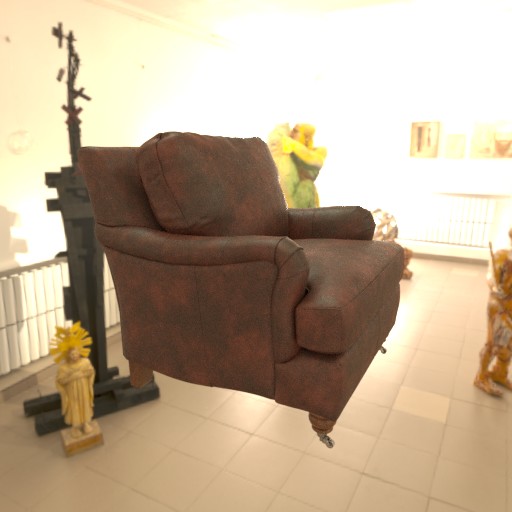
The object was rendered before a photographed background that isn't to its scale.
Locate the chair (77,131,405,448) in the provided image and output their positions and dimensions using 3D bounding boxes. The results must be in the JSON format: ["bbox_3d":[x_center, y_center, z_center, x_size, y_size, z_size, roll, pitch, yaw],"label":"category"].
[{"bbox_3d":[0.000,0.000,1.961,1.156,1.051,0.987,8,16,27],"label":"chair"}]
